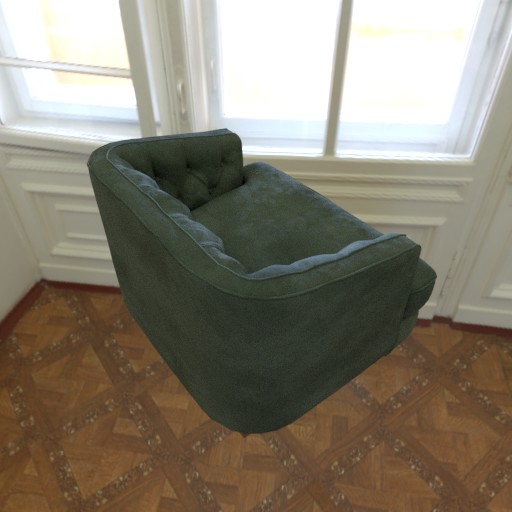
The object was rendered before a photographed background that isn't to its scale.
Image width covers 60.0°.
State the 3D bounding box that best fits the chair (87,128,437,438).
[{"bbox_3d":[0.000,0.000,1.774,0.941,0.852,1.104,-27,48,-28],"label":"chair"}]
